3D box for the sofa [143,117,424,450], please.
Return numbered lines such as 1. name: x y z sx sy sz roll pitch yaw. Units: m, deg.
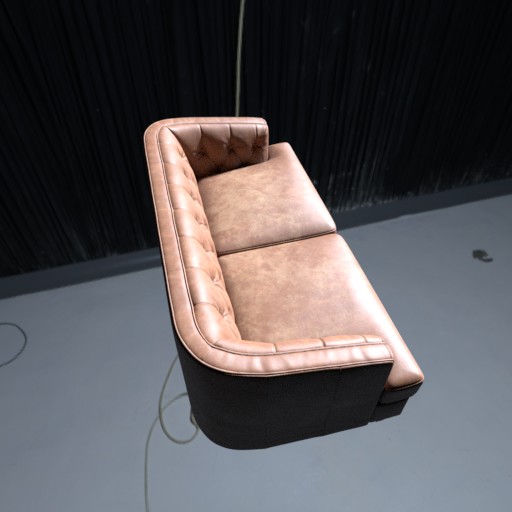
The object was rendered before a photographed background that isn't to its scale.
1. sofa: 0.000 0.000 2.258 0.914 0.786 1.755 -11 47 -10
